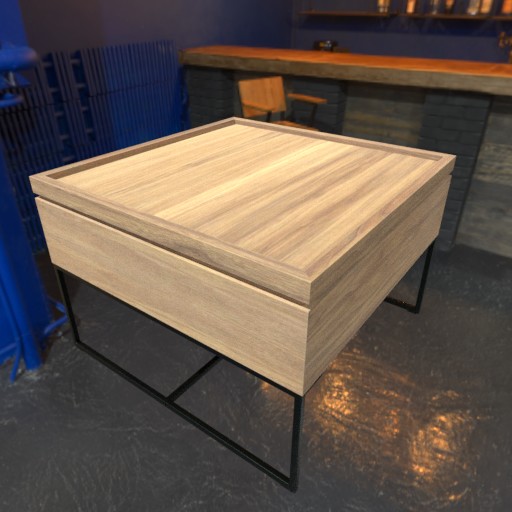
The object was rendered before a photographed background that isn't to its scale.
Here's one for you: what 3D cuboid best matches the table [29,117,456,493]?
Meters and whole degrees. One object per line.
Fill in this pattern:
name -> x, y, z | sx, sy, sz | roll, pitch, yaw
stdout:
table -> 0.000, 0.000, 1.099 | 0.676, 0.464, 0.679 | 20, 36, 31
